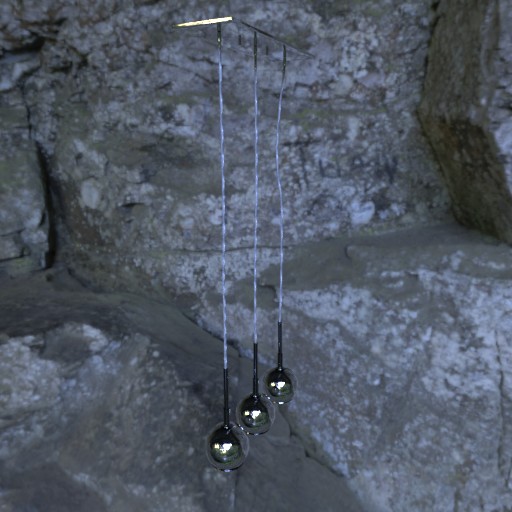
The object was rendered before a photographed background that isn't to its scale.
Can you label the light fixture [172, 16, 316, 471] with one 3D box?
[{"bbox_3d":[0.000,0.000,1.598,0.188,1.408,0.623,8,16,27],"label":"light fixture"}]
